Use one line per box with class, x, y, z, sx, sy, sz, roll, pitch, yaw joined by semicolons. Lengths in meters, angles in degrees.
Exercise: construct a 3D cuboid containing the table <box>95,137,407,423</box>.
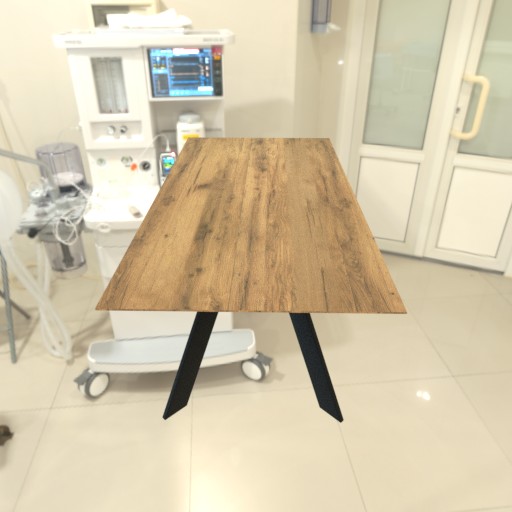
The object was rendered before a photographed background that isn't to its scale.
table;0.000;0.000;2.475;1.000;0.770;2.000;1;30;1
